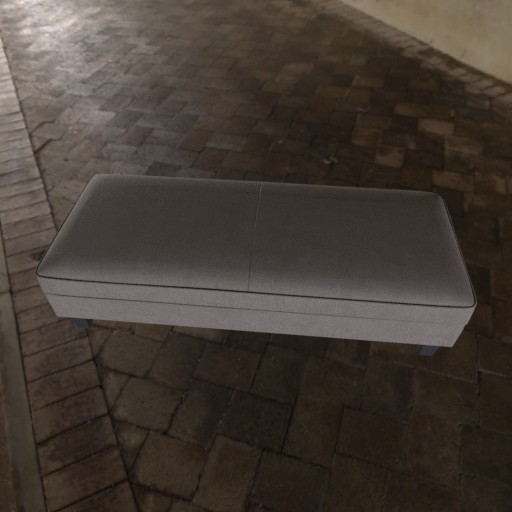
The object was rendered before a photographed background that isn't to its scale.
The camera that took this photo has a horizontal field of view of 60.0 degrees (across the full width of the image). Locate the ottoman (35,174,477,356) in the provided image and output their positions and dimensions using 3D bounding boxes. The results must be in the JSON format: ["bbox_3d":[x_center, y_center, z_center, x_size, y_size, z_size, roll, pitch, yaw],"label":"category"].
[{"bbox_3d":[0.000,0.000,2.086,1.764,0.470,0.751,4,46,4],"label":"ottoman"}]
